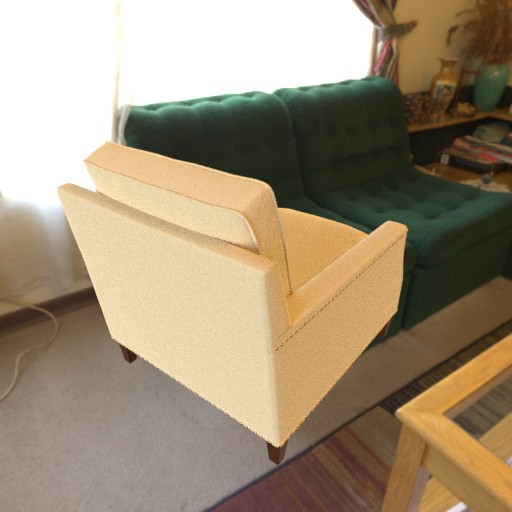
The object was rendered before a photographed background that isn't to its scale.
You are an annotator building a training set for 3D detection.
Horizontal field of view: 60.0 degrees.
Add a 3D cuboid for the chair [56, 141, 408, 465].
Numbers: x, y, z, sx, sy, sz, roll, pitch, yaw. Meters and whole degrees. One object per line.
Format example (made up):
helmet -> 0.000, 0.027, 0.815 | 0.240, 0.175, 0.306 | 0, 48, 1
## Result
chair -> 0.000, 0.000, 1.695 | 0.853, 0.943, 1.014 | 21, 36, 33
